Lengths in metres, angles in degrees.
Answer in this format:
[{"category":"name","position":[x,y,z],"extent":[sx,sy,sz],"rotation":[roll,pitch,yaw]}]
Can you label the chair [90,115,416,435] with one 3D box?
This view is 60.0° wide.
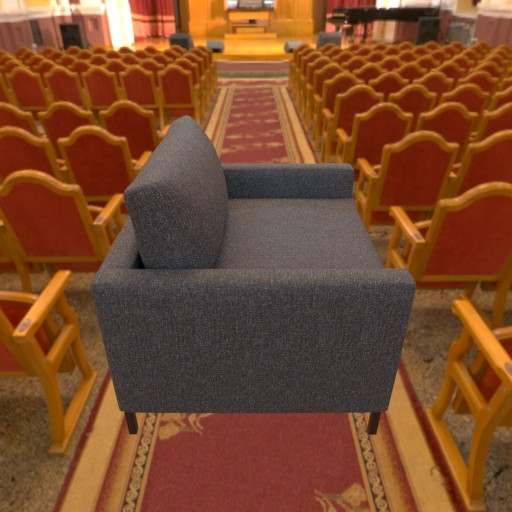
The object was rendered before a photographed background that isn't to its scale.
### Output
[{"category":"chair","position":[0.000,0.000,1.628],"extent":[0.866,0.861,0.963],"rotation":[0,31,0]}]
